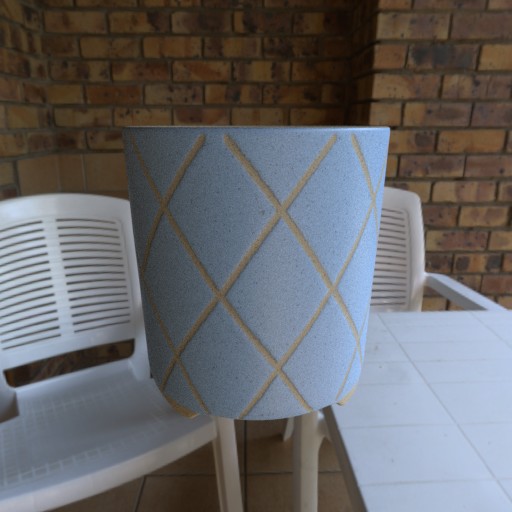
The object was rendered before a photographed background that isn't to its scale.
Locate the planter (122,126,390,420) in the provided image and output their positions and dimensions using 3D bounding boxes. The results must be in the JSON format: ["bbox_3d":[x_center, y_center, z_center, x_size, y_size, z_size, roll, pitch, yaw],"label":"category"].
[{"bbox_3d":[0.000,0.000,0.355,0.191,0.200,0.191,0,17,0],"label":"planter"}]
